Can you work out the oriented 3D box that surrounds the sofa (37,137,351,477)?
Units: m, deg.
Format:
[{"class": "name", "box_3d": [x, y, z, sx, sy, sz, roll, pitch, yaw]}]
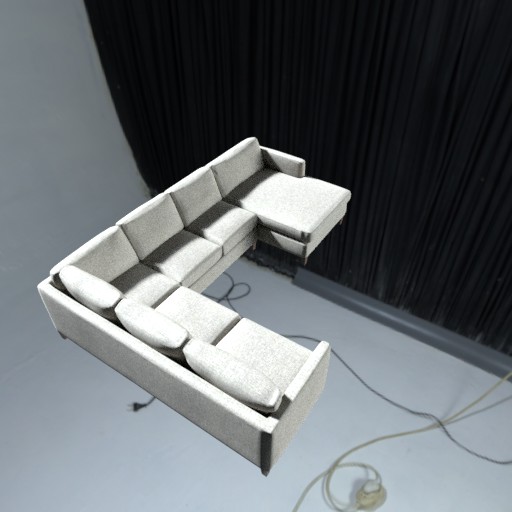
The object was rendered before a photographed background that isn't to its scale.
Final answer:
[{"class": "sofa", "box_3d": [0.000, 0.000, 4.741, 2.593, 0.959, 3.460, 24, 46, 25]}]
